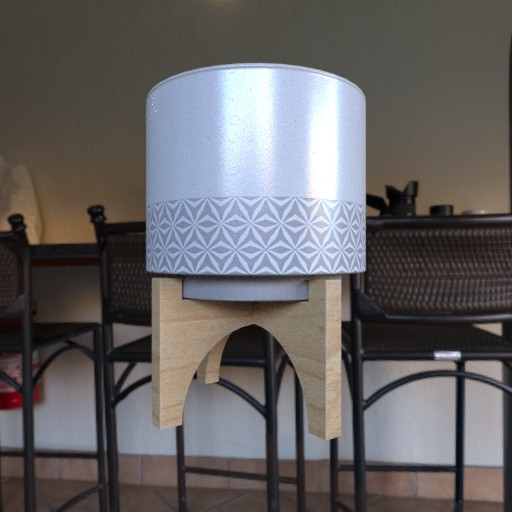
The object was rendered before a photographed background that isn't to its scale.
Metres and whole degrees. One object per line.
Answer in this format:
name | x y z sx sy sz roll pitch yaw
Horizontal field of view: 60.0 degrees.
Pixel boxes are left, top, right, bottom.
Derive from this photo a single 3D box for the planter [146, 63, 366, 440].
planter | 0.000 0.000 0.517 0.249 0.343 0.249 0 0 0
